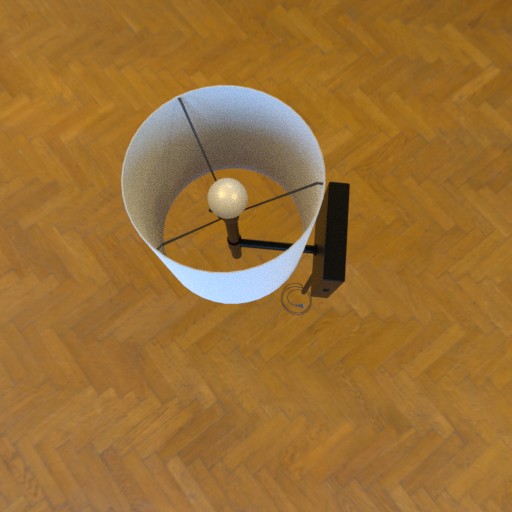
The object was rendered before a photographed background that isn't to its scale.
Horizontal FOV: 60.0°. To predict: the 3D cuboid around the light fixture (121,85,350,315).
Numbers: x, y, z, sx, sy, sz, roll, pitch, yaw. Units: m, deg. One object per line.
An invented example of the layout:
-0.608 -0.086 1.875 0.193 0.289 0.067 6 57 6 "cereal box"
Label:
0.000 0.000 0.693 0.248 0.589 0.188 5 76 1 "light fixture"
